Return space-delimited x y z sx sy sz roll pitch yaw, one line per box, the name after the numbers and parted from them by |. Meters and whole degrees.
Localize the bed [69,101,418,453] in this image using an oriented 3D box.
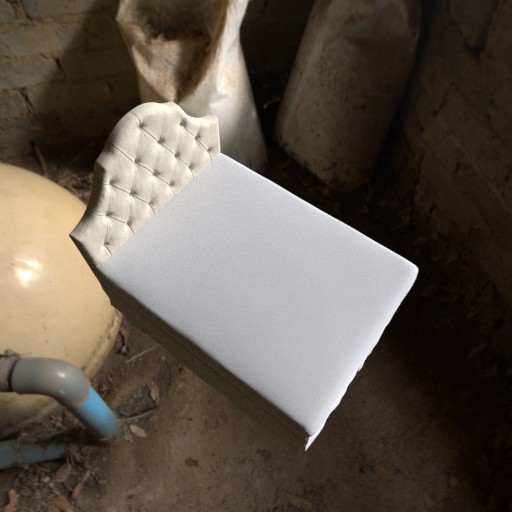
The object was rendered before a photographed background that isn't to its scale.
0.000 0.000 3.243 2.092 1.575 1.627 33 64 18 | bed
